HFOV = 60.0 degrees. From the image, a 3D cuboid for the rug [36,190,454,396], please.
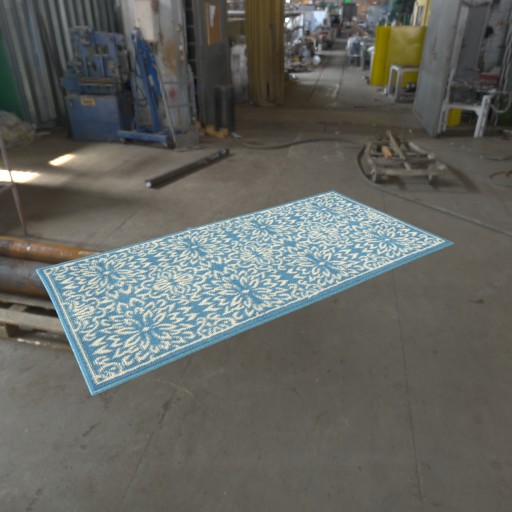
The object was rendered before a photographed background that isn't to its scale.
[{"bbox_3d":[0.000,0.000,1.427,1.219,0.007,0.604,-18,34,-29],"label":"rug"}]
